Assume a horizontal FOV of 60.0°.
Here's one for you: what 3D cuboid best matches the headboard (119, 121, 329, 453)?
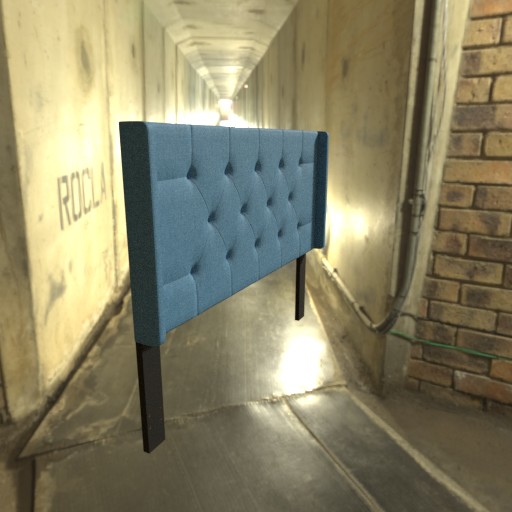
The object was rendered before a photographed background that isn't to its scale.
[{"bbox_3d":[0.000,0.000,2.743,0.184,1.524,2.051,8,16,27],"label":"headboard"}]
